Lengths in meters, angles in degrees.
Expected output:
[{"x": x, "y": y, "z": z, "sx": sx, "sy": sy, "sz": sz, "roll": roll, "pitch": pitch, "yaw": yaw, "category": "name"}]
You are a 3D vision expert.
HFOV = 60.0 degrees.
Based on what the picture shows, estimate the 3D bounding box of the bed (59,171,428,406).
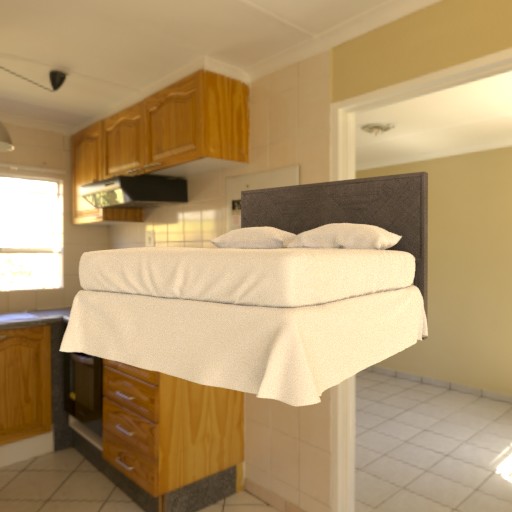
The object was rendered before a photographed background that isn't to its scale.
[{"x": 0.000, "y": 0.000, "z": 2.839, "sx": 1.772, "sy": 1.142, "sz": 1.785, "roll": 0, "pitch": 1, "yaw": 37, "category": "bed"}]
